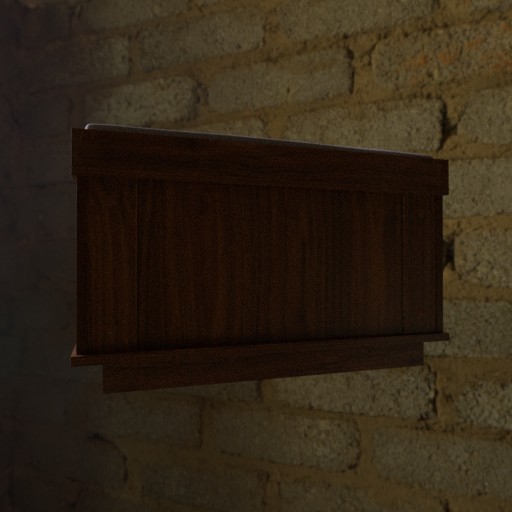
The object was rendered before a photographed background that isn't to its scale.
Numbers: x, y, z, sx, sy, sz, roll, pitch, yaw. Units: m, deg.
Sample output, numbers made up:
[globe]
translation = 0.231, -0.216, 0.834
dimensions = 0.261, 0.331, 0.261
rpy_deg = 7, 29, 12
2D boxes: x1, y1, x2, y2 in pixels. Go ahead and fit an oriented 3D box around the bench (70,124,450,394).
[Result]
[bench]
translation = 0.000, 0.000, 0.987
dimensions = 0.734, 0.461, 0.362
rpy_deg = 0, 0, -18
